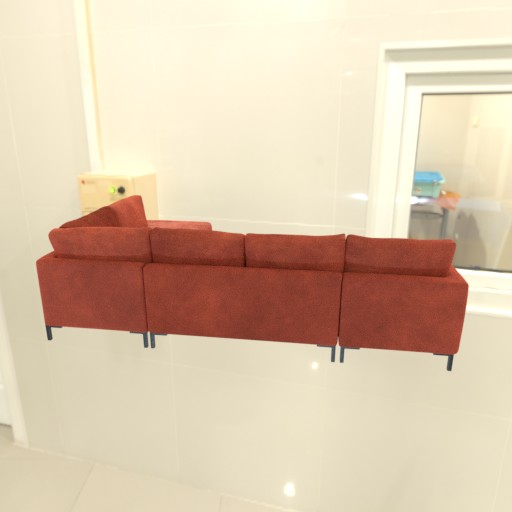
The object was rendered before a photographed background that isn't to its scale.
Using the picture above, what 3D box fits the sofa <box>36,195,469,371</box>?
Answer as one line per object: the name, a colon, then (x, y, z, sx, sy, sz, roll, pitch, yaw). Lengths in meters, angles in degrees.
sofa: (0.000, 0.000, 3.898, 2.971, 0.858, 1.981, 3, 17, 8)
